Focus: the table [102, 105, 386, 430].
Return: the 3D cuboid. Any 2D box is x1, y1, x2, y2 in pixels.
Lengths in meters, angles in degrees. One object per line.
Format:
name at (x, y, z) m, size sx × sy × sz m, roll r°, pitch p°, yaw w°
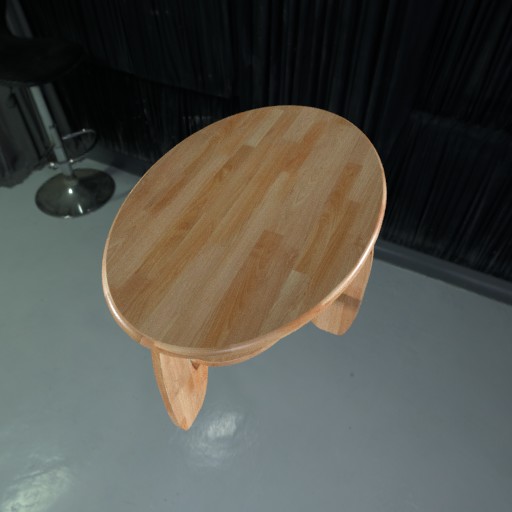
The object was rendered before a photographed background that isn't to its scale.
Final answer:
table at (0.000, 0.000, 1.383) m, size 0.690 × 0.490 × 1.040 m, roll 18°, pitch 50°, yaw 16°
